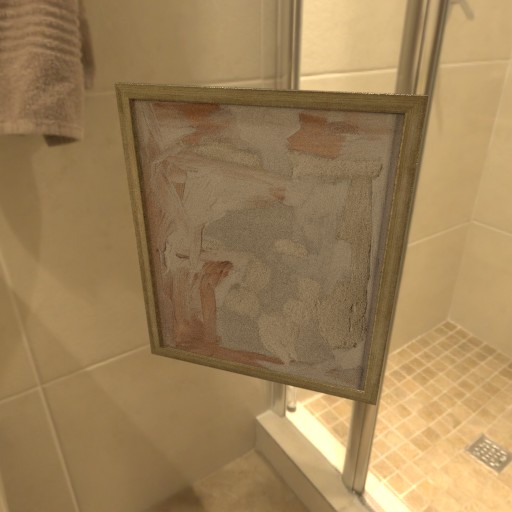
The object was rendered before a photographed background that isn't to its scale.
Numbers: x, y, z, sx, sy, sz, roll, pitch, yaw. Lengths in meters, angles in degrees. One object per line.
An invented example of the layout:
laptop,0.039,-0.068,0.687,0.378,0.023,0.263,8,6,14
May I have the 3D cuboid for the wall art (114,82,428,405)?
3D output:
wall art,0.000,0.000,0.785,0.483,0.559,0.009,9,29,16
